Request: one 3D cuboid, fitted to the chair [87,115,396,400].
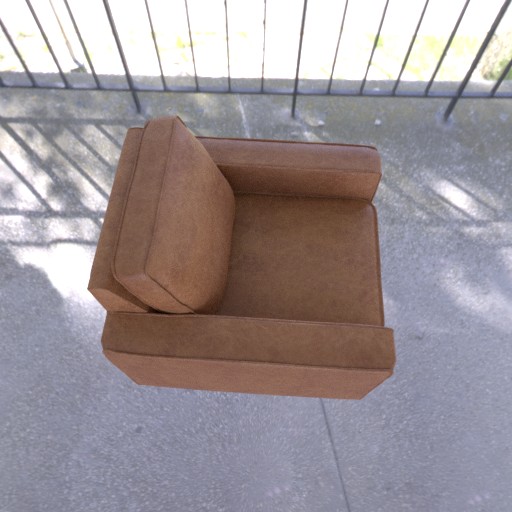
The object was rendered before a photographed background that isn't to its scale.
[{"bbox_3d":[0.000,0.000,1.775,1.027,0.901,0.987,1,63,0],"label":"chair"}]
